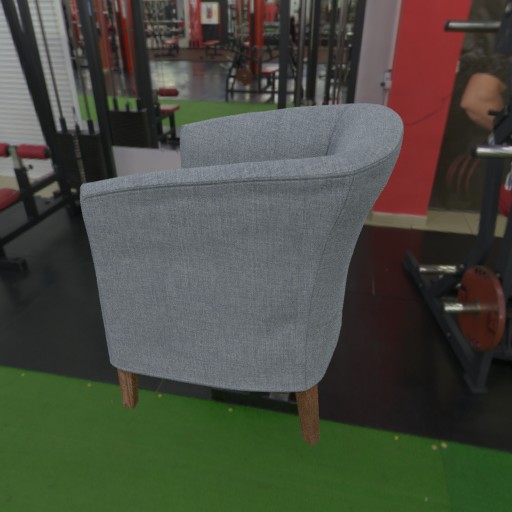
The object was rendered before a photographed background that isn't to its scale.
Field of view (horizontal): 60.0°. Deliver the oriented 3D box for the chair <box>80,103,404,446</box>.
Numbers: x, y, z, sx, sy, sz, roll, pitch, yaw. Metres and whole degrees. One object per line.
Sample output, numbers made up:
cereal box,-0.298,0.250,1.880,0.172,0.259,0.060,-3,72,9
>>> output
chair,0.000,0.000,1.228,0.668,0.771,0.600,7,30,12
